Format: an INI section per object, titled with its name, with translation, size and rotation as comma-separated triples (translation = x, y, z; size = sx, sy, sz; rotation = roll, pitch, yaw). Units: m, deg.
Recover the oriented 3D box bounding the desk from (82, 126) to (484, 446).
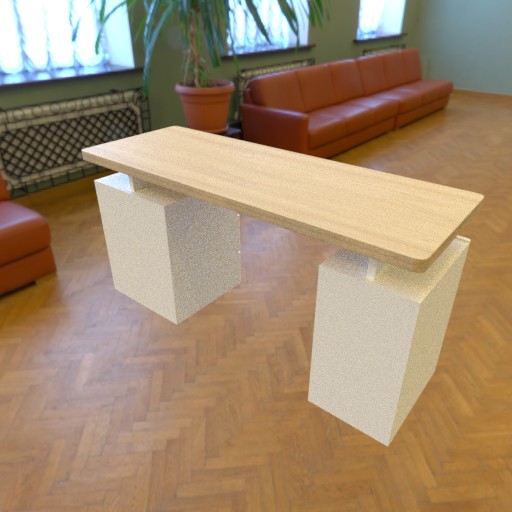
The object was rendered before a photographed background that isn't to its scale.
[desk]
translation = 0.000, 0.000, 1.864
size = 1.500, 0.755, 0.550
rotation = 22, 36, 33
